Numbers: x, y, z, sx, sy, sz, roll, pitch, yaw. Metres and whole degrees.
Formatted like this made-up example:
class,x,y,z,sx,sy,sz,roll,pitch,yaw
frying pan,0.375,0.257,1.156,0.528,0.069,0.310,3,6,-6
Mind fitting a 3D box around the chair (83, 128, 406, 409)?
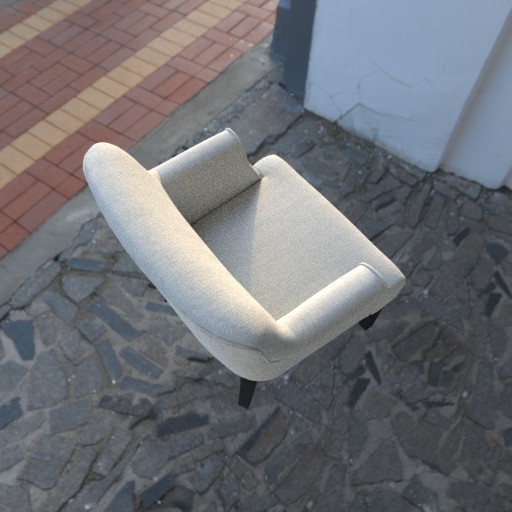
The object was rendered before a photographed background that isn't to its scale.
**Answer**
class,x,y,z,sx,sy,sz,roll,pitch,yaw
chair,0.000,0.000,1.468,0.750,0.875,0.781,-33,64,-18
